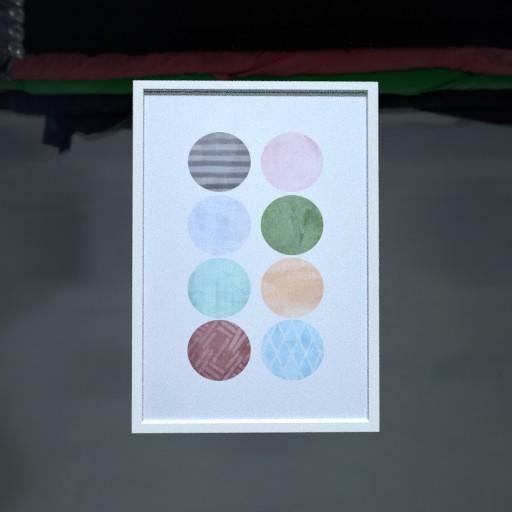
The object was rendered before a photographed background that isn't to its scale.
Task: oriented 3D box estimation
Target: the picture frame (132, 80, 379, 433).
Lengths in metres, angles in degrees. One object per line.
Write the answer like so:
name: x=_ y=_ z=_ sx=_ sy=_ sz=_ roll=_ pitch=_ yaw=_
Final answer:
picture frame: x=0.000 y=0.000 z=0.554 sx=0.305 sy=0.434 sz=0.013 roll=0 pitch=-1 yaw=-1
